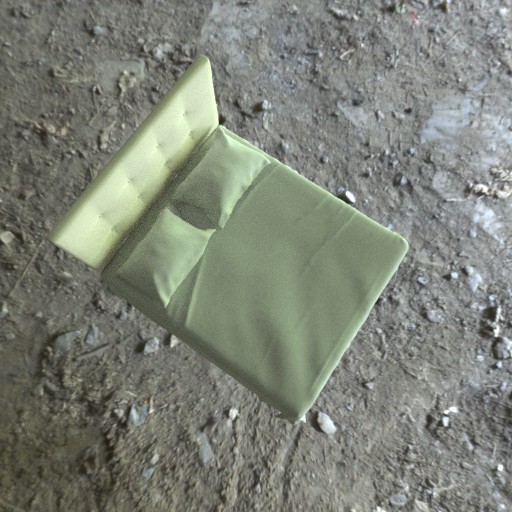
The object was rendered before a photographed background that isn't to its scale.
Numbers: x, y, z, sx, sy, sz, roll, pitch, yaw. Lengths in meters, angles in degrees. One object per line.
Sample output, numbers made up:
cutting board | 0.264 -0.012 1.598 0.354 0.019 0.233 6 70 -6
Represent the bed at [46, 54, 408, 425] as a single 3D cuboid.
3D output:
bed | 0.000 0.000 3.502 2.222 1.577 1.936 34 78 8
